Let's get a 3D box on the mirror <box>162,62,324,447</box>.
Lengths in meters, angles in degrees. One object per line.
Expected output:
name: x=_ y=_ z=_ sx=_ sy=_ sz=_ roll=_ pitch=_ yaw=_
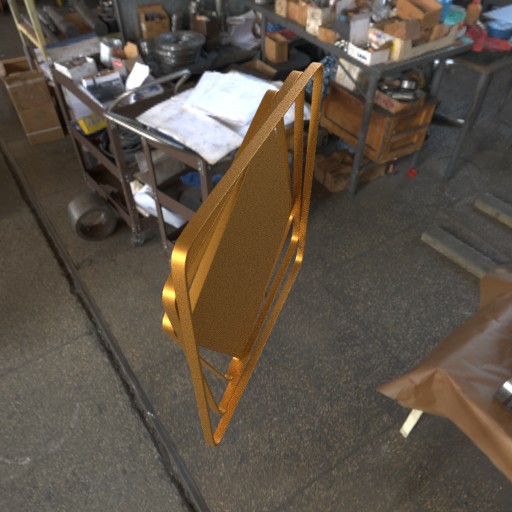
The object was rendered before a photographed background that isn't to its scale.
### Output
mirror: x=0.000 y=0.000 z=0.711 sx=0.045 sy=0.468 sz=0.470 roll=16 pitch=48 yaw=15
